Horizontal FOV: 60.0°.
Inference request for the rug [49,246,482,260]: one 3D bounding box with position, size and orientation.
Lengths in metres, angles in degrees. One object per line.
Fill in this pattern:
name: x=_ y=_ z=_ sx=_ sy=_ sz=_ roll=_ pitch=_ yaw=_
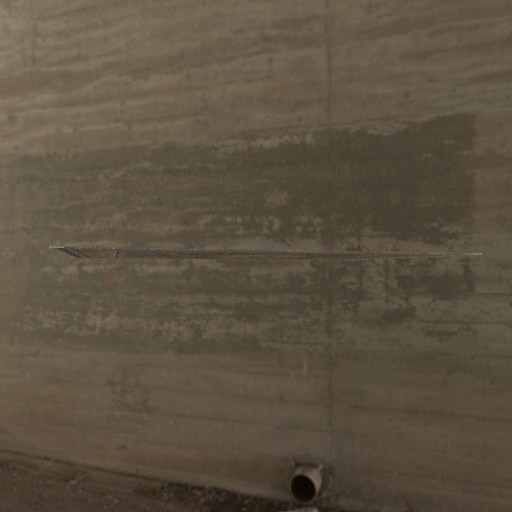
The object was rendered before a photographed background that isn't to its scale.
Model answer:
rug: x=0.000 y=0.000 z=3.062 sx=2.440 sy=0.010 sz=1.528 roll=1 pitch=-2 yaw=-18
